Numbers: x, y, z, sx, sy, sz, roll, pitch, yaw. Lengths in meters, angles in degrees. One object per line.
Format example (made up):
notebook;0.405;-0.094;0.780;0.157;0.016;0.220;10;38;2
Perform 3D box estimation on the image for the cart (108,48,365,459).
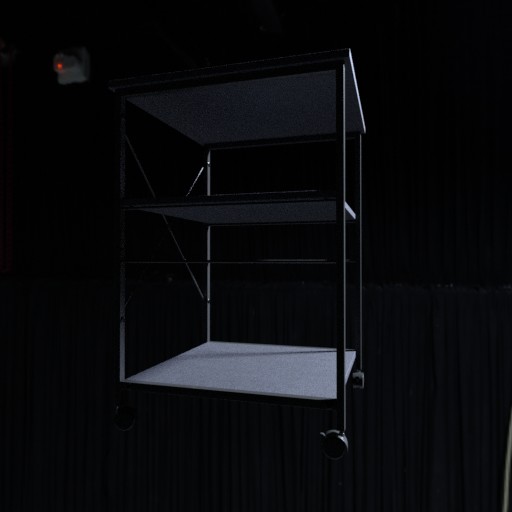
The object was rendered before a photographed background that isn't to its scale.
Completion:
cart;0.000;0.000;1.140;0.520;0.762;0.521;0;-1;17
